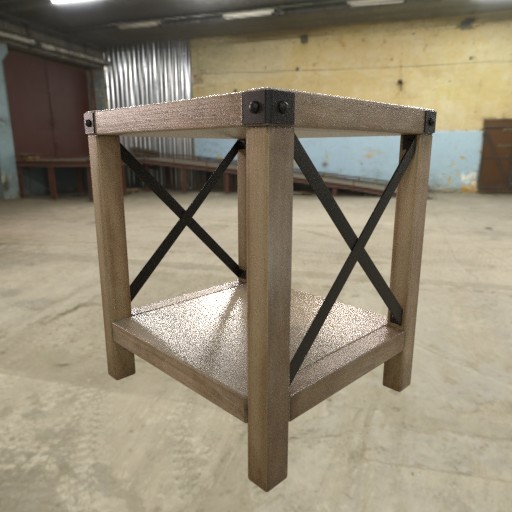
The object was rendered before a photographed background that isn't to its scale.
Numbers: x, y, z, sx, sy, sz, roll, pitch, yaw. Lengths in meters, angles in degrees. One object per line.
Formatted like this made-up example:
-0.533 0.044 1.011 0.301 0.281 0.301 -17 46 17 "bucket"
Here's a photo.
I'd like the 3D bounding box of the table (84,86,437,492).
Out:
0.000 0.000 0.897 0.459 0.561 0.510 -13 19 -43 "table"
